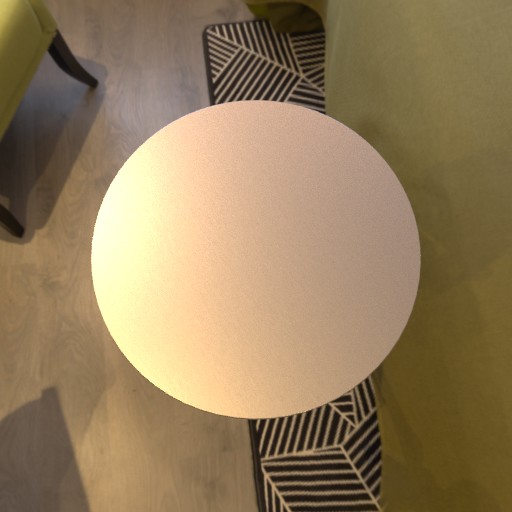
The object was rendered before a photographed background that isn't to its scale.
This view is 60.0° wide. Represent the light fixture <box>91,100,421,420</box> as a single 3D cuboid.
[{"bbox_3d":[0.000,0.000,0.542,0.368,0.100,0.368,0,76,0],"label":"light fixture"}]
